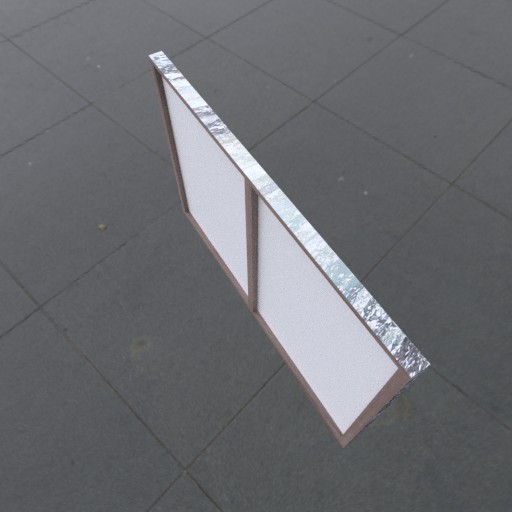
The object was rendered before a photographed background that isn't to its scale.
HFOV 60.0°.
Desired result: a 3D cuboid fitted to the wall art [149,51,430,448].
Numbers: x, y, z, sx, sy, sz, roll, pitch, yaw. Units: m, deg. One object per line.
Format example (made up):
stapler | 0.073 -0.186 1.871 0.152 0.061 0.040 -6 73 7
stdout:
wall art | 0.000 0.000 1.112 0.038 0.598 0.919 -28 62 -16
